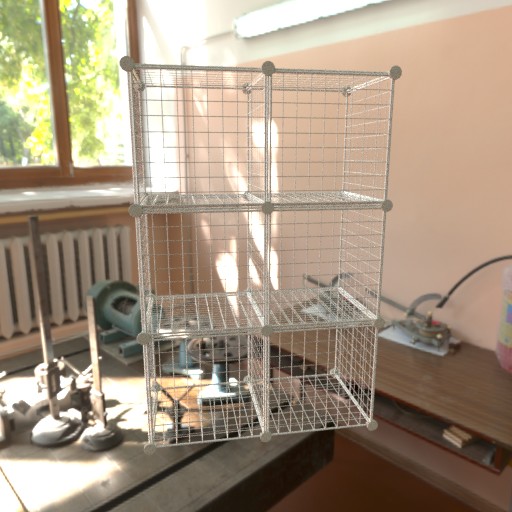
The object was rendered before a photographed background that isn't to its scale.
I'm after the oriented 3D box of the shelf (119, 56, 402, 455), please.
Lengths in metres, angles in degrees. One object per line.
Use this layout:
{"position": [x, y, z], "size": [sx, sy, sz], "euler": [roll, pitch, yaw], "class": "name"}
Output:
{"position": [0.000, 0.000, 1.383], "size": [0.711, 1.067, 0.356], "euler": [-2, 13, -9], "class": "shelf"}
